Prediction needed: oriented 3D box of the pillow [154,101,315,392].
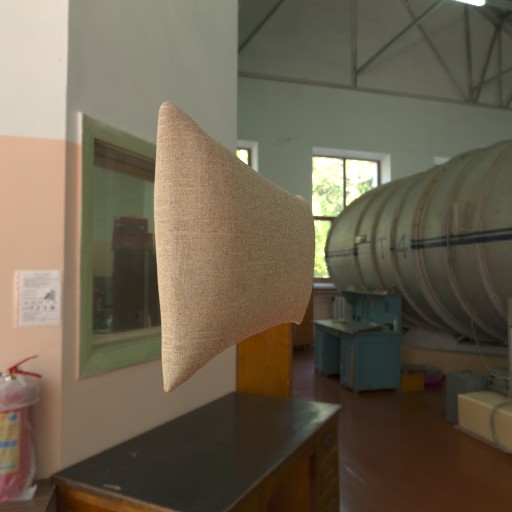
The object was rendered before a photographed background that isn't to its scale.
[{"bbox_3d":[0.000,0.000,1.046,0.197,0.429,0.859,-1,-2,19],"label":"pillow"}]
